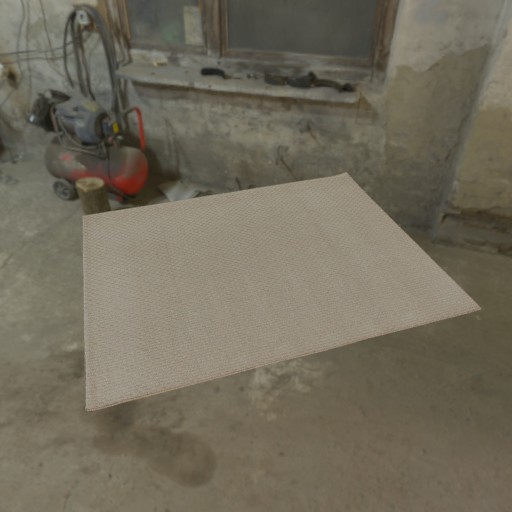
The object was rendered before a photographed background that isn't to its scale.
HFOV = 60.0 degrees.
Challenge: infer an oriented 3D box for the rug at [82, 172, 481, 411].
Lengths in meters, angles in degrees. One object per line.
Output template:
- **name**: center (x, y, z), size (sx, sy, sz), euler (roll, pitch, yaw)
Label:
- **rug**: center (0.000, 0.000, 3.880), size (2.897, 0.035, 2.277), euler (-11, 40, -14)
